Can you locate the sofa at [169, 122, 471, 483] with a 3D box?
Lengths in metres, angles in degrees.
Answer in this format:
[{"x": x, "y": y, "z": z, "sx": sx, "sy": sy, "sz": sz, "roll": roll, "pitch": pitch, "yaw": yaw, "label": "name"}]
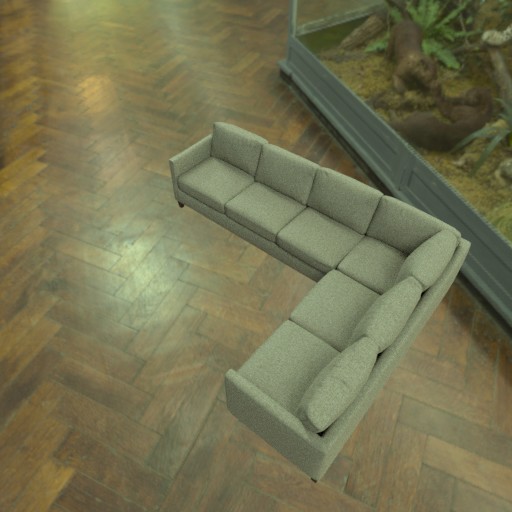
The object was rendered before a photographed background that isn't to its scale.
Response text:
[{"x": 0.000, "y": 0.000, "z": 4.452, "sx": 3.302, "sy": 0.947, "sz": 2.593, "roll": 31, "pitch": 54, "yaw": 26, "label": "sofa"}]
